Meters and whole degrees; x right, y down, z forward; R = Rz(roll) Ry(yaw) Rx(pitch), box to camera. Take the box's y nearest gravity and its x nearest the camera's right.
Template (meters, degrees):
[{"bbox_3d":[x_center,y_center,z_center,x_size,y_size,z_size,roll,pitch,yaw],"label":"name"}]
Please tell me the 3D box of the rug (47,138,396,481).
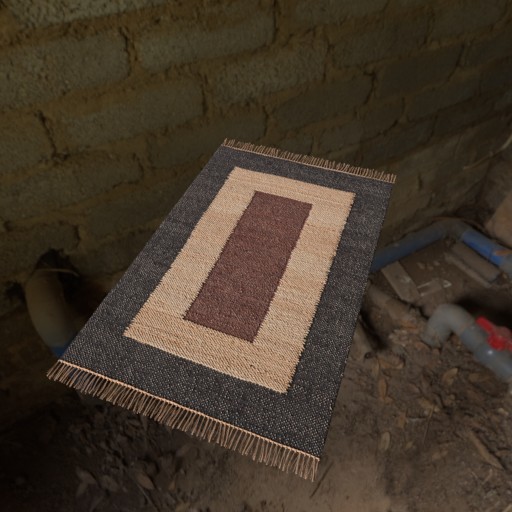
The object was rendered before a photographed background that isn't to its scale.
[{"bbox_3d":[0.000,0.000,2.437,1.224,0.027,2.021,16,49,14],"label":"rug"}]
